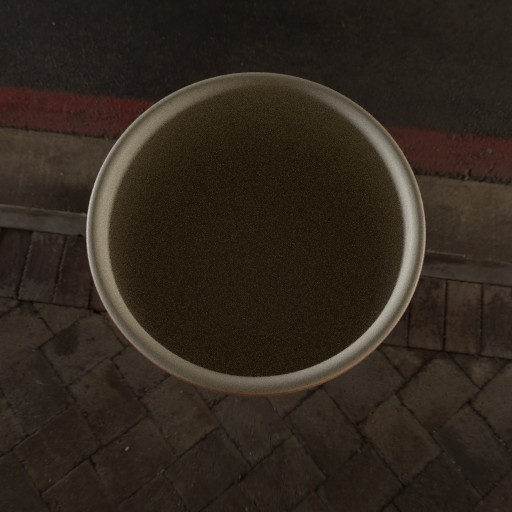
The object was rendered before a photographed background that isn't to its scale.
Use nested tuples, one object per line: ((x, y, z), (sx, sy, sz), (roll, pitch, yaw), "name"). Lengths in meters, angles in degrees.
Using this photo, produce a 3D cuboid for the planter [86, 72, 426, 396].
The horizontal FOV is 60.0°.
((0.000, 0.000, 0.212), (0.124, 0.109, 0.124), (0, 75, 0), "planter")
